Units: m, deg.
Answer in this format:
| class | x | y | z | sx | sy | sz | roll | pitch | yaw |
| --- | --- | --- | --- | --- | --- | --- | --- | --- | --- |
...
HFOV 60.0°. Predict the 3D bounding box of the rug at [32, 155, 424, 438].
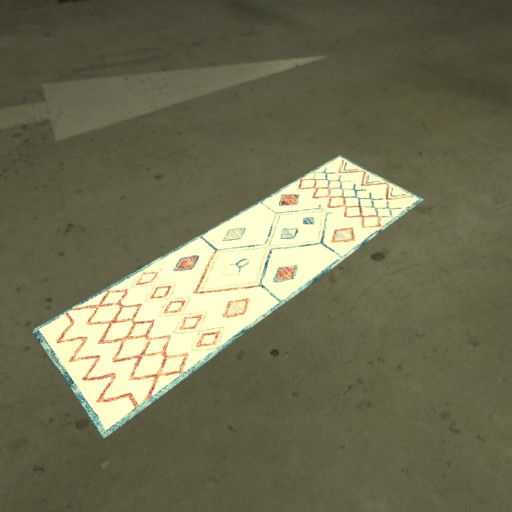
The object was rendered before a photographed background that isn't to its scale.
| class | x | y | z | sx | sy | sz | roll | pitch | yaw |
| --- | --- | --- | --- | --- | --- | --- | --- | --- | --- |
| rug | 0.000 | 0.000 | 2.658 | 2.435 | 0.011 | 0.750 | -33 | 54 | -28 |
